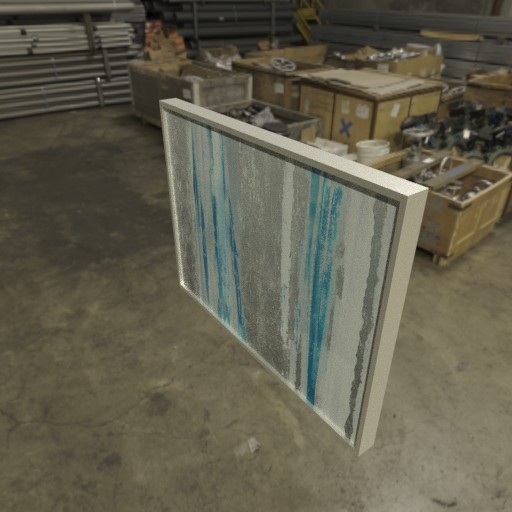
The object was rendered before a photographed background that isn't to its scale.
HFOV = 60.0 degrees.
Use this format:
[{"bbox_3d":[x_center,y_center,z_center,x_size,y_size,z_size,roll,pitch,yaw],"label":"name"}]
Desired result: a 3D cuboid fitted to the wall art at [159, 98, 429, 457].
[{"bbox_3d":[0.000,0.000,1.432,0.066,0.801,1.056,-21,37,-31],"label":"wall art"}]
